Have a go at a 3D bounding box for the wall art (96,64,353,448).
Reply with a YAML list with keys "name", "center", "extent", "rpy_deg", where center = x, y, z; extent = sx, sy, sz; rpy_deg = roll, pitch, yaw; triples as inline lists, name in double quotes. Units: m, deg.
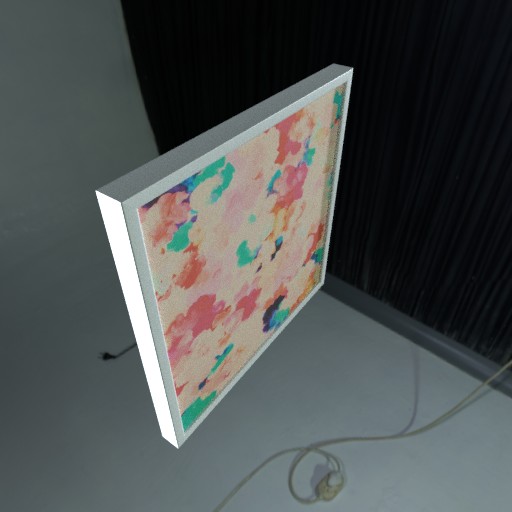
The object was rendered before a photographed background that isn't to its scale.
- name: "wall art"
  center: [0.000, 0.000, 0.765]
  extent: [0.038, 0.505, 0.506]
  rpy_deg: [25, 46, 27]
